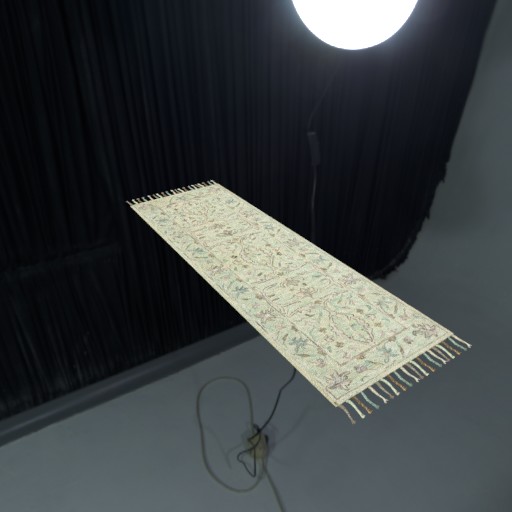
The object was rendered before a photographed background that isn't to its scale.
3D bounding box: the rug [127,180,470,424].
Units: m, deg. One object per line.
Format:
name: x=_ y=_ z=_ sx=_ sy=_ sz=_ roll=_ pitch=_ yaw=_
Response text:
rug: x=0.000 y=0.000 z=2.728 sx=0.769 sy=0.013 sz=2.440 roll=-20 pitch=37 yaw=-29
